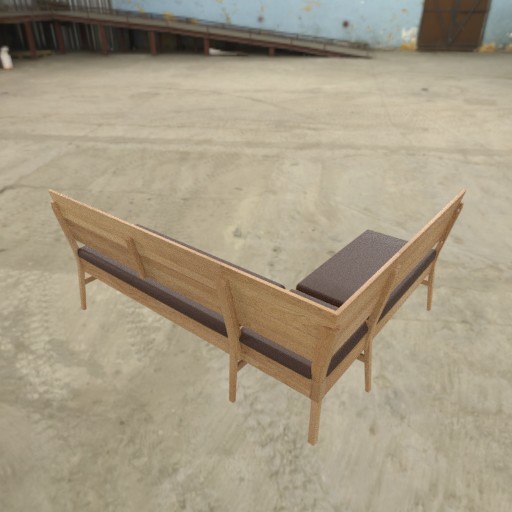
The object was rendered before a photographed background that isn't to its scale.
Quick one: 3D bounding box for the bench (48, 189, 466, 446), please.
[{"bbox_3d":[0.000,0.000,2.835,1.975,0.890,1.549,21,36,32],"label":"bench"}]
